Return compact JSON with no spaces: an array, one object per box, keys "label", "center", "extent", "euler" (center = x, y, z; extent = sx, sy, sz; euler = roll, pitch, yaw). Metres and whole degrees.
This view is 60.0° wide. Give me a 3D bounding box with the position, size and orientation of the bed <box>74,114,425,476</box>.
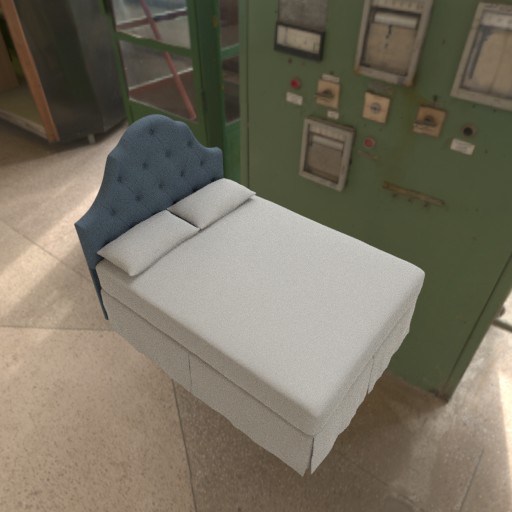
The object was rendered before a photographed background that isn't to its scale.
[{"label":"bed","center":[0.000,0.000,3.297],"extent":[2.155,1.575,1.636],"euler":[27,48,28]}]
